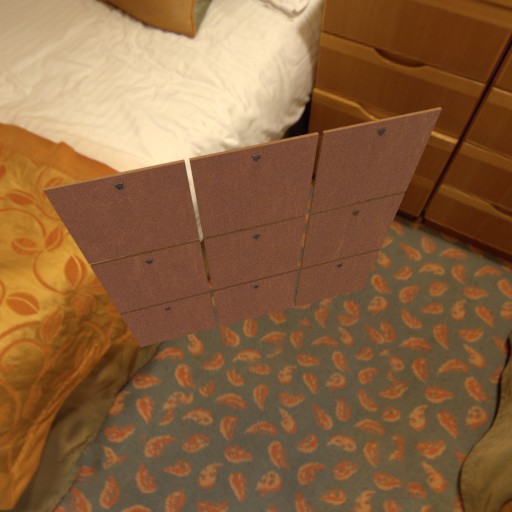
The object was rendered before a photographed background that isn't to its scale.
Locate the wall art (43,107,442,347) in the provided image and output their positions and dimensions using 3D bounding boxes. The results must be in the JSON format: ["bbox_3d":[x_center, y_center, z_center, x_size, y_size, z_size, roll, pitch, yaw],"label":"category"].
[{"bbox_3d":[0.000,0.000,2.284,1.526,1.522,0.023,-14,59,-8],"label":"wall art"}]
